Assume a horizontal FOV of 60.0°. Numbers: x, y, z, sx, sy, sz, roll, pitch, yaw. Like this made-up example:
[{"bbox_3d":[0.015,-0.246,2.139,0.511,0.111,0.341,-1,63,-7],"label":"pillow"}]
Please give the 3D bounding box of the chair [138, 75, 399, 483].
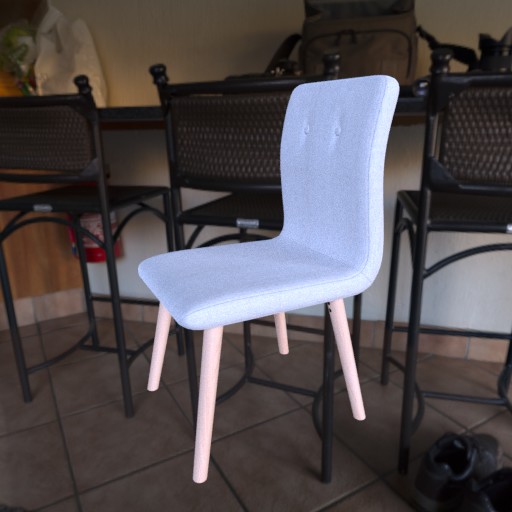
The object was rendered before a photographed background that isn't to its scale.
[{"bbox_3d":[0.000,0.000,1.172,0.550,0.885,0.435,-9,19,-26],"label":"chair"}]
